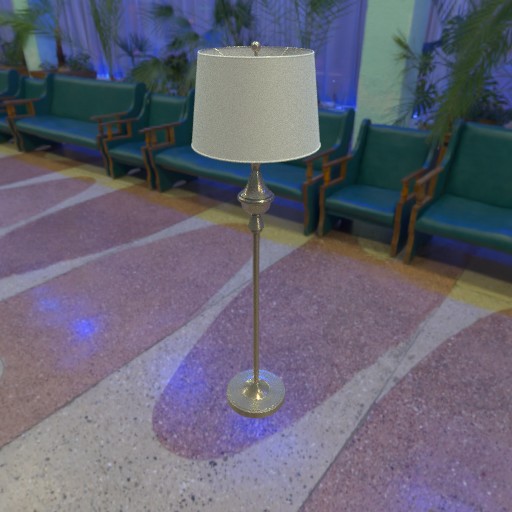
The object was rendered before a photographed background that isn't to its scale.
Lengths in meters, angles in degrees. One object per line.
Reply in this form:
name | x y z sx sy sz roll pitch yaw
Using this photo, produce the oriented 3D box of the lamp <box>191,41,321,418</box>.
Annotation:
lamp | 0.000 0.000 1.703 0.431 1.488 0.431 0 29 0
